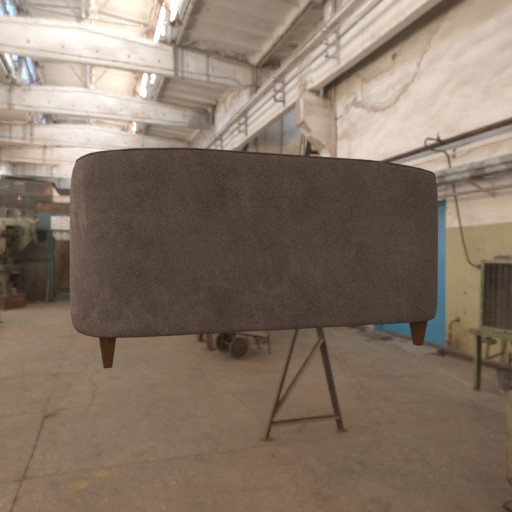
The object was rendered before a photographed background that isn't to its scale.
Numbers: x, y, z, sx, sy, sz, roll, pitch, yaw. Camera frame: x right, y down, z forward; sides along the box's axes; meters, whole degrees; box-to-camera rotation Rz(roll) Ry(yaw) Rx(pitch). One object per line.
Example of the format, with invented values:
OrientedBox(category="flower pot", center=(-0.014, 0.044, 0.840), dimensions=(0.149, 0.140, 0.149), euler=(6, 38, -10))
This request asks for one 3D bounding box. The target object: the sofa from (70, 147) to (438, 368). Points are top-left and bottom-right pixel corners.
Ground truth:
OrientedBox(category="sofa", center=(0.000, 0.000, 2.262), dimensions=(1.733, 0.855, 0.941), euler=(0, 1, -17))
